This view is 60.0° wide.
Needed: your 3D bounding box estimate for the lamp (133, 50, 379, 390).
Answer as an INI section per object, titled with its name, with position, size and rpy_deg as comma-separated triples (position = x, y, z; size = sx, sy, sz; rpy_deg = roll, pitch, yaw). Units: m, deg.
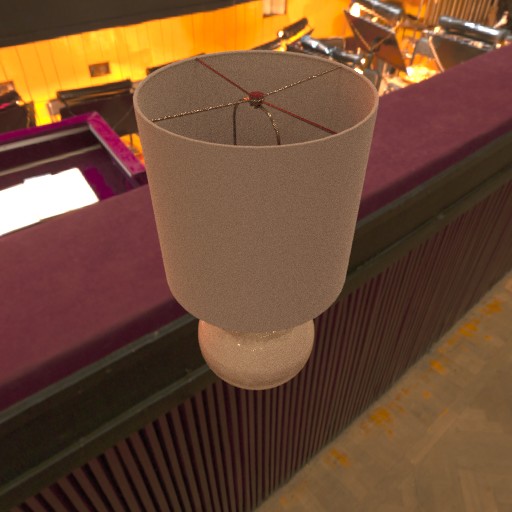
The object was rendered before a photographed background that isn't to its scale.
[lamp]
position = 0.000, 0.000, 0.533
size = 0.217, 0.404, 0.217
rpy_deg = -26, 48, -26
